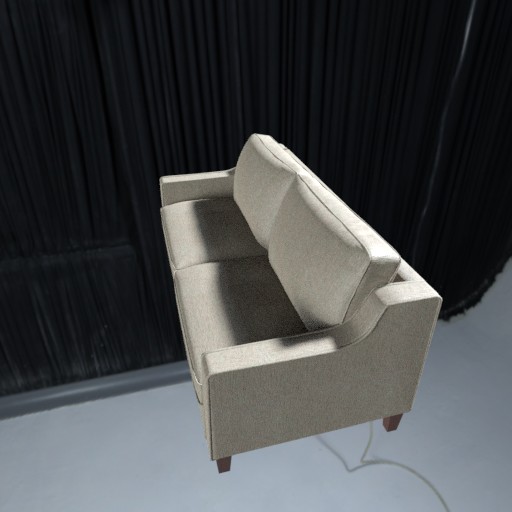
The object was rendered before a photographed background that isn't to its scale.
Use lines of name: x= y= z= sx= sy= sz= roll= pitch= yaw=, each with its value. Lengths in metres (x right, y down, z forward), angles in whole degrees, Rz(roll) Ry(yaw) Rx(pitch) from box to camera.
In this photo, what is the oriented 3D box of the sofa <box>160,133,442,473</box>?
sofa: x=0.000 y=0.000 z=2.824 sx=1.073 sy=1.074 sz=2.181 roll=-8 pitch=32 yaw=-13
